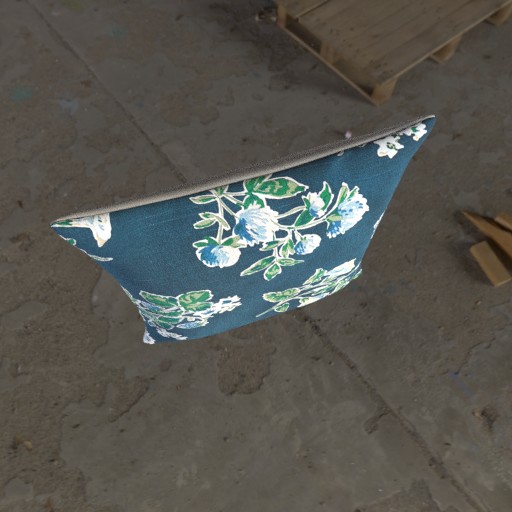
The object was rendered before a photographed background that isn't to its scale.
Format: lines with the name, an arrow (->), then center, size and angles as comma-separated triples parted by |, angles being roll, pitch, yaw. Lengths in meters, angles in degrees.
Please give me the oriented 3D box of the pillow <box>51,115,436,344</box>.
pillow -> 0.000, 0.000, 0.794 | 0.525, 0.508, 0.166 | -17, 65, -8
